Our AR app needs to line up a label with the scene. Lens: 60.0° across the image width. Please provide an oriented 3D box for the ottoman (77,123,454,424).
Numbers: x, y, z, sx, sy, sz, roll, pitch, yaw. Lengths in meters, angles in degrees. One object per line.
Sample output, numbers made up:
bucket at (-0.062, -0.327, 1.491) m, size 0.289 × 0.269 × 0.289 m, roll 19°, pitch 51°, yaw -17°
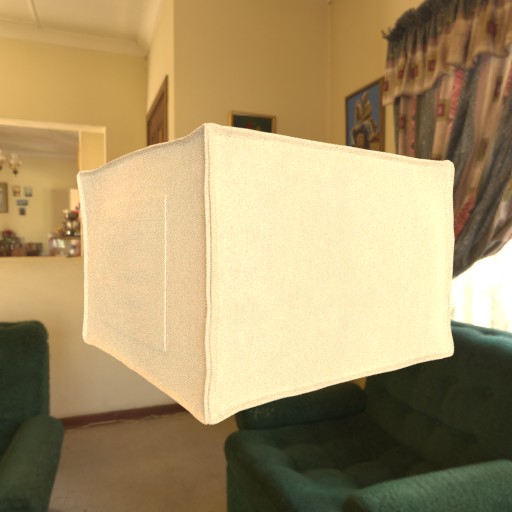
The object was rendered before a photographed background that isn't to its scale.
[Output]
ottoman at (0.000, 0.000, 1.105) m, size 0.696 × 0.470 × 0.707 m, roll -2°, pitch 3°, yaw -36°
